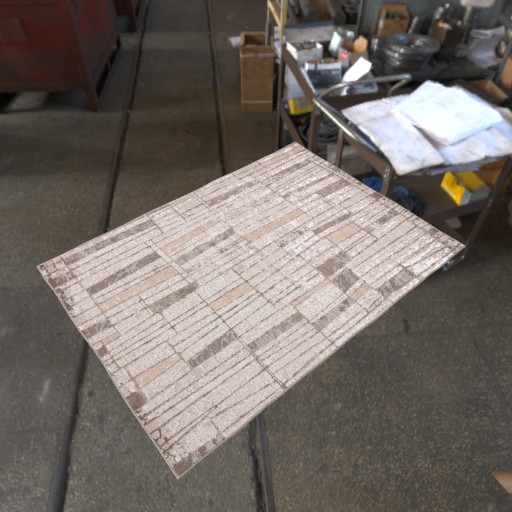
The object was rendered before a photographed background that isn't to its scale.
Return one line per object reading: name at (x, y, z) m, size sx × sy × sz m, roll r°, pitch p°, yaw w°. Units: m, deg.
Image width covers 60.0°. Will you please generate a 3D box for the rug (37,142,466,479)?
rug at (0.000, 0.000, 4.269) m, size 3.357 × 0.019 × 2.449 m, roll -31°, pitch 54°, yaw -26°
